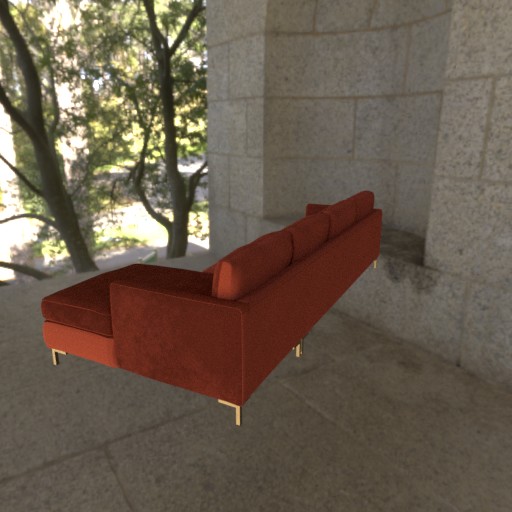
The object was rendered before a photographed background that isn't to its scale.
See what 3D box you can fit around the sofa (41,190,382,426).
[{"bbox_3d":[0.000,0.000,3.506,1.350,0.810,2.932,8,18,26],"label":"sofa"}]
